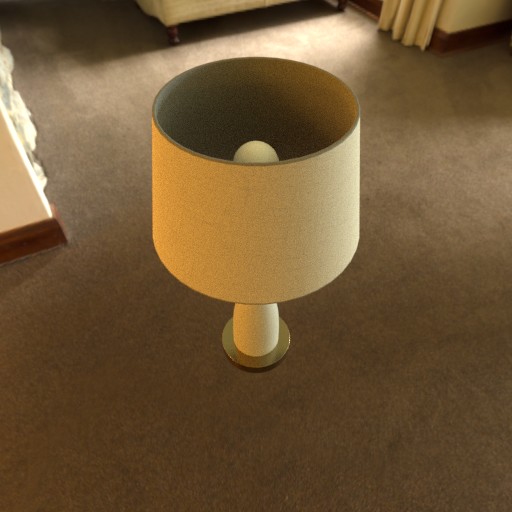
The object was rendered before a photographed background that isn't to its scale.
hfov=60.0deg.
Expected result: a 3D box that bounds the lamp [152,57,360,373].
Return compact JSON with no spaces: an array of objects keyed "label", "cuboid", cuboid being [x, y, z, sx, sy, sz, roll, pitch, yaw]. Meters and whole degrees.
[{"label":"lamp","cuboid":[0.000,0.000,0.728,0.309,0.545,0.309,0,48,0]}]
